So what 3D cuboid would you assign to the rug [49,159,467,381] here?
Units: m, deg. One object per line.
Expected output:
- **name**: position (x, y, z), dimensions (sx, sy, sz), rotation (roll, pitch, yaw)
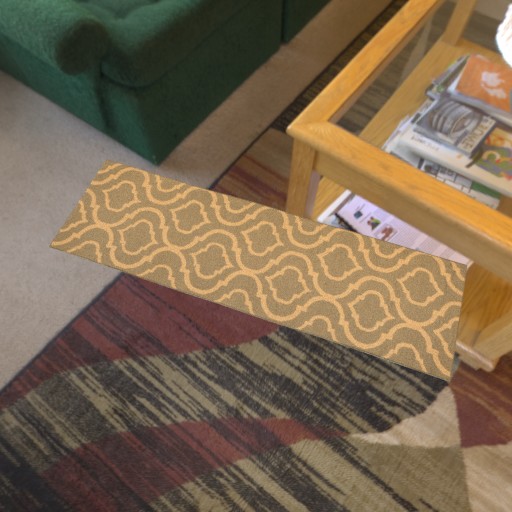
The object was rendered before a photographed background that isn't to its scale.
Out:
- **rug**: position (0.000, 0.000, 2.510), dimensions (2.275, 0.009, 0.684), rotation (17, 64, 9)
